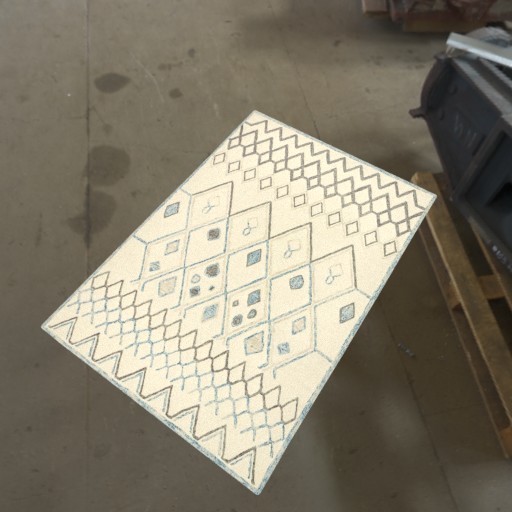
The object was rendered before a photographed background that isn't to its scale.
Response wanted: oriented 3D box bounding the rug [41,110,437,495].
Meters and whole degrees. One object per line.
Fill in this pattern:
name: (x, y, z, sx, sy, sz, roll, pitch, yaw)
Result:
rug: (0.000, 0.000, 2.320, 1.260, 0.009, 1.820, 30, 64, 17)
